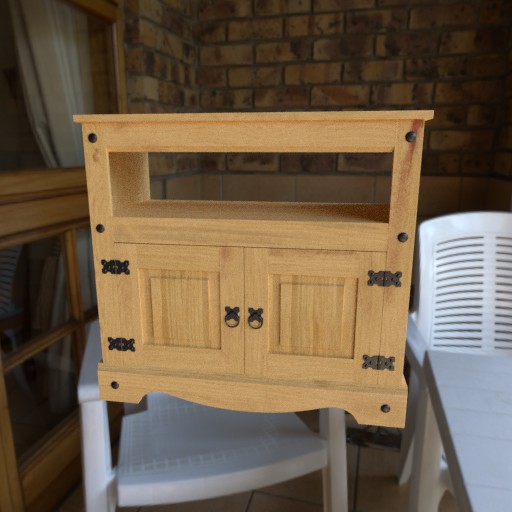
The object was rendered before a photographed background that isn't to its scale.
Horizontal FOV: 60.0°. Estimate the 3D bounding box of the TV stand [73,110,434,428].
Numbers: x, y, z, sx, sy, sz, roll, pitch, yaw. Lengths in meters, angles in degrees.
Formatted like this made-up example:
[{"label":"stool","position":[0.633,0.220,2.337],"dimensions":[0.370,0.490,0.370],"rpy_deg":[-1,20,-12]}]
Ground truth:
[{"label":"TV stand","position":[0.000,0.000,1.325],"dimensions":[0.851,0.787,0.430],"rpy_deg":[2,14,9]}]
